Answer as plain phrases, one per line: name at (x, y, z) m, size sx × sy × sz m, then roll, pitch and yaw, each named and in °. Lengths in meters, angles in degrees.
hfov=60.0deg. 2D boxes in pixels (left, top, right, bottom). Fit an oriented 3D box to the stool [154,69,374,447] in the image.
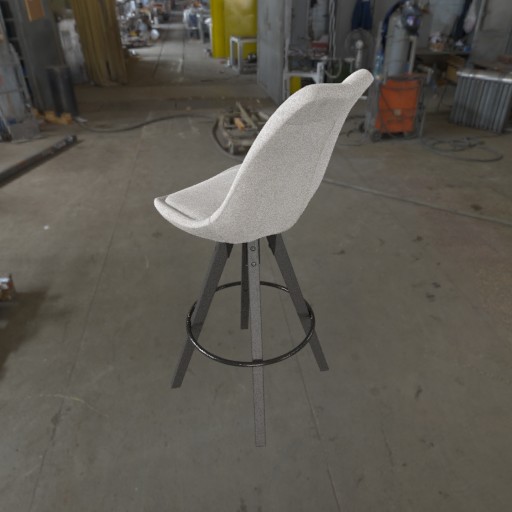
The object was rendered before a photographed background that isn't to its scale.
stool at (0.000, 0.000, 1.396) m, size 0.550 × 1.115 × 0.485 m, roll 22°, pitch 38°, yaw 31°
